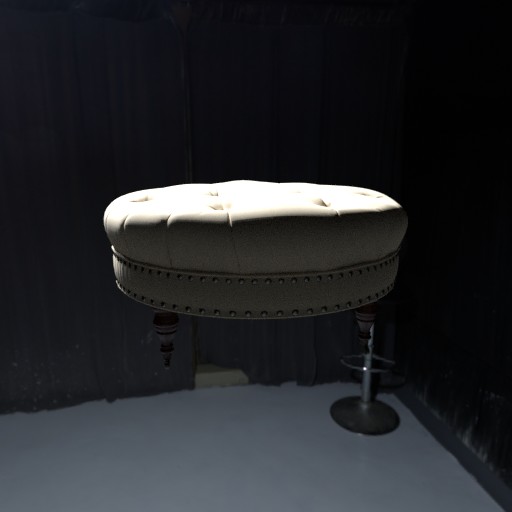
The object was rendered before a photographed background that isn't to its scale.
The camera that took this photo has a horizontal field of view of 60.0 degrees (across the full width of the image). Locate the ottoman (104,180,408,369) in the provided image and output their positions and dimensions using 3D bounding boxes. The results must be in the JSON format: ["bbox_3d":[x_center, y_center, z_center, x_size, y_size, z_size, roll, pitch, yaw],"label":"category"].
[{"bbox_3d":[0.000,0.000,1.393,0.901,0.439,0.901,0,13,0],"label":"ottoman"}]
